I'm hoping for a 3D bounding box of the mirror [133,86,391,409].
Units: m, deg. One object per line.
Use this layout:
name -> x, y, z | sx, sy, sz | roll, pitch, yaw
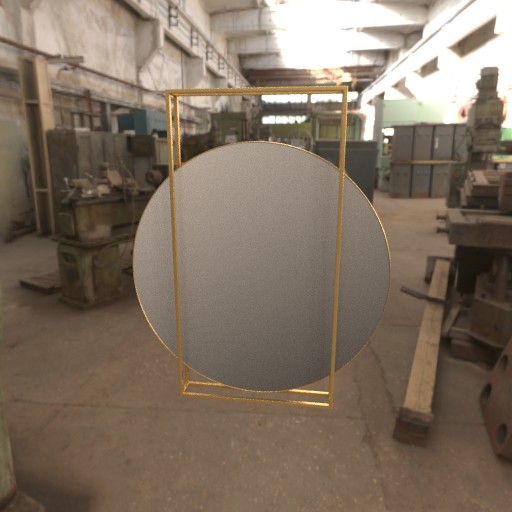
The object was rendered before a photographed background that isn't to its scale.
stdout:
mirror -> 0.000, 0.000, 0.851 | 0.508, 0.603, 0.051 | 2, 14, 8
